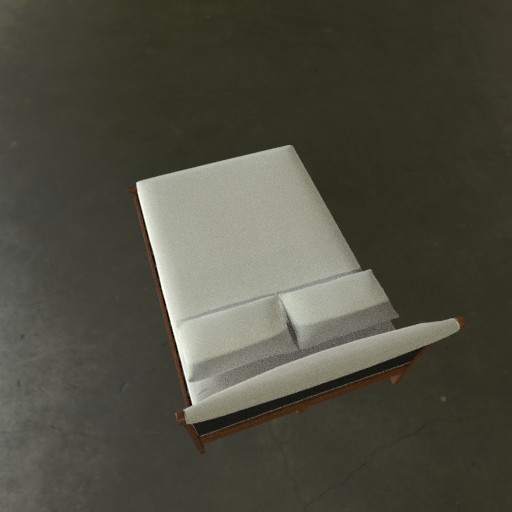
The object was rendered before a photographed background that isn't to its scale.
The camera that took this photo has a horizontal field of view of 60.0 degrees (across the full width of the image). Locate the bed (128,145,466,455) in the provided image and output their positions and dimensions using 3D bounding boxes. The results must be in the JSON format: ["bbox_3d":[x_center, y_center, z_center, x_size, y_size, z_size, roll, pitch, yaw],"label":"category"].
[{"bbox_3d":[0.000,0.000,3.311,1.612,1.250,2.380,-16,58,-10],"label":"bed"}]
